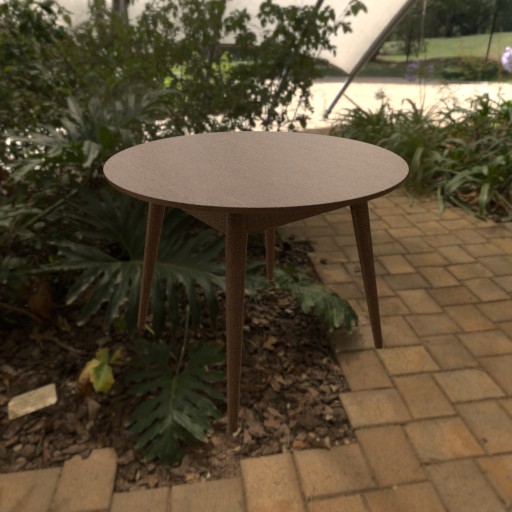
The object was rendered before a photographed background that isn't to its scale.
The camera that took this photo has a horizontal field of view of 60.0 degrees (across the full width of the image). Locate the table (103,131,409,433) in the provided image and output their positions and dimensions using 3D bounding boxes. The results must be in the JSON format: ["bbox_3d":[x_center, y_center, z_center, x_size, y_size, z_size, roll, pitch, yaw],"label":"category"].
[{"bbox_3d":[0.000,0.000,1.771,1.053,0.786,1.053,0,26,0],"label":"table"}]
